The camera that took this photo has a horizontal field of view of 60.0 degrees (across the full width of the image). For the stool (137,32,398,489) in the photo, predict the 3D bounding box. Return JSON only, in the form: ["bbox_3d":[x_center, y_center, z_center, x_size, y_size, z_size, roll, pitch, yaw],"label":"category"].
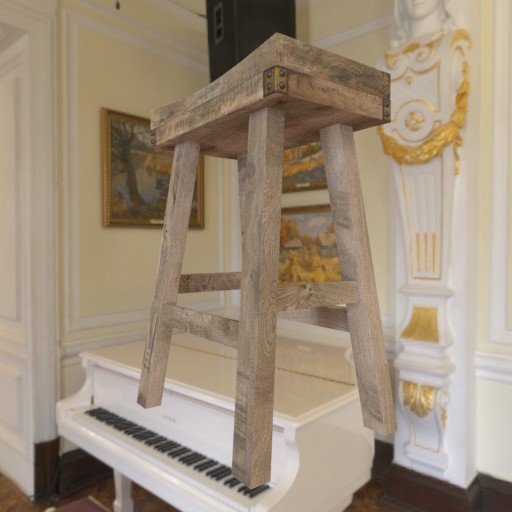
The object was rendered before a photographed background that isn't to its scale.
[{"bbox_3d":[0.000,0.000,0.876,0.330,0.635,0.450,-1,2,-36],"label":"stool"}]
